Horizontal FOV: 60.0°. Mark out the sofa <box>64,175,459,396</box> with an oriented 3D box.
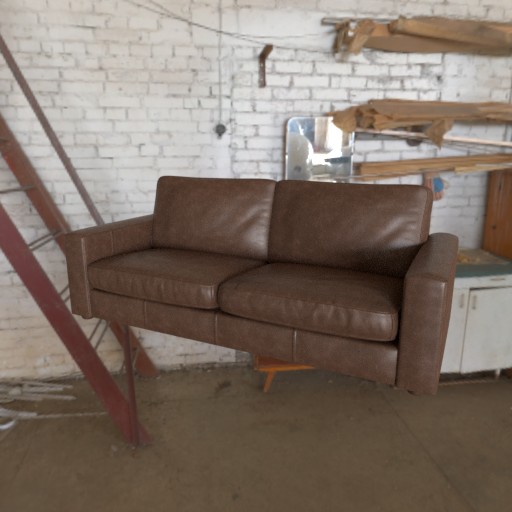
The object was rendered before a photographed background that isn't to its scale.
[{"bbox_3d":[0.000,0.000,2.672,2.179,0.873,1.016,7,16,25],"label":"sofa"}]
